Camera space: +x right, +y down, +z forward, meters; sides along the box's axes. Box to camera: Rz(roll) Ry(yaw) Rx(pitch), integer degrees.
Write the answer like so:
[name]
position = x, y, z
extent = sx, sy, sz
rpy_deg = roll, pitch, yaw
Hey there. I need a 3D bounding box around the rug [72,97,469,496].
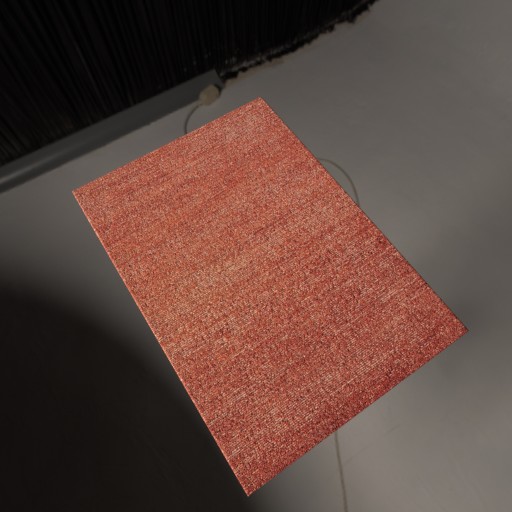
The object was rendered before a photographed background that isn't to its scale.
[rug]
position = 0.000, 0.000, 5.079
extent = 2.803, 0.025, 3.965
rpy_deg = -31, 69, -14
